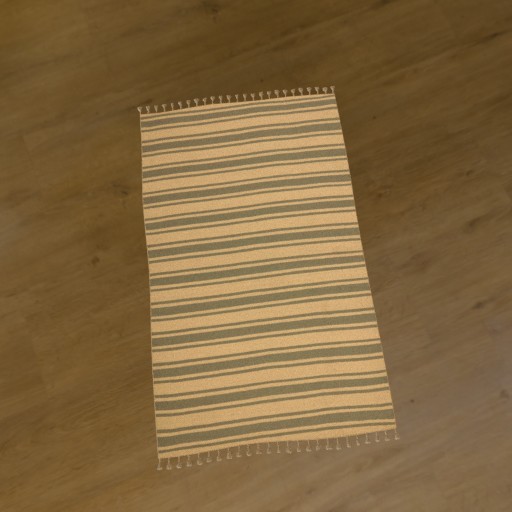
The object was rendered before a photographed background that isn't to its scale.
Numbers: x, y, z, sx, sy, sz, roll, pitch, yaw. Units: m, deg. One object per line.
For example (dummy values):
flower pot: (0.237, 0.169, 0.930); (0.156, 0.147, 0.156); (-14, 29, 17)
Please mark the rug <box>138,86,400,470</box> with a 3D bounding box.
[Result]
rug: (0.000, 0.000, 2.473); (1.222, 0.009, 2.084); (-6, 75, -2)
